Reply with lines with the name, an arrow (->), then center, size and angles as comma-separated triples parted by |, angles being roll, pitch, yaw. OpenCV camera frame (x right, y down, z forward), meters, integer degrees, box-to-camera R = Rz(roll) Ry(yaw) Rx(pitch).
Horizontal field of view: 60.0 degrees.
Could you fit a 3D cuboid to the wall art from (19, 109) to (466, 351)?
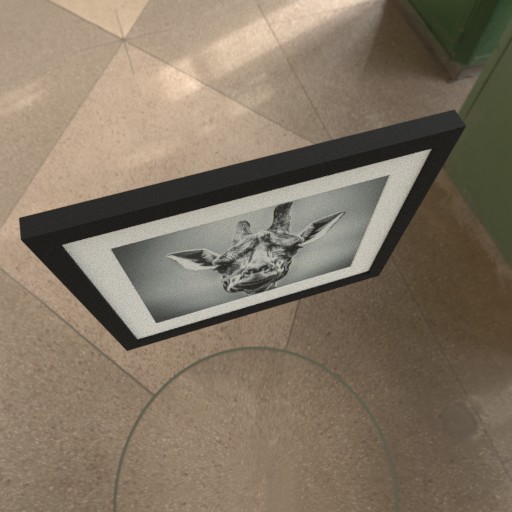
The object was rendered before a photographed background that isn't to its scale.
wall art -> 0.000, 0.000, 0.741 | 0.558, 0.457, 0.031 | -16, 64, -8
